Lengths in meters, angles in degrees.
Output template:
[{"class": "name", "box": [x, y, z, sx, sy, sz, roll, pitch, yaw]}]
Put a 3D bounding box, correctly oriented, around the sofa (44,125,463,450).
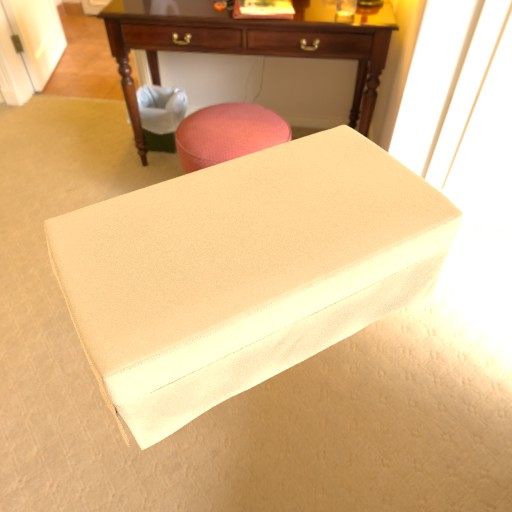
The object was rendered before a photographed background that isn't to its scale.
[{"class": "sofa", "box": [0.000, 0.000, 2.090, 1.677, 0.552, 0.939, -22, 50, -20]}]
